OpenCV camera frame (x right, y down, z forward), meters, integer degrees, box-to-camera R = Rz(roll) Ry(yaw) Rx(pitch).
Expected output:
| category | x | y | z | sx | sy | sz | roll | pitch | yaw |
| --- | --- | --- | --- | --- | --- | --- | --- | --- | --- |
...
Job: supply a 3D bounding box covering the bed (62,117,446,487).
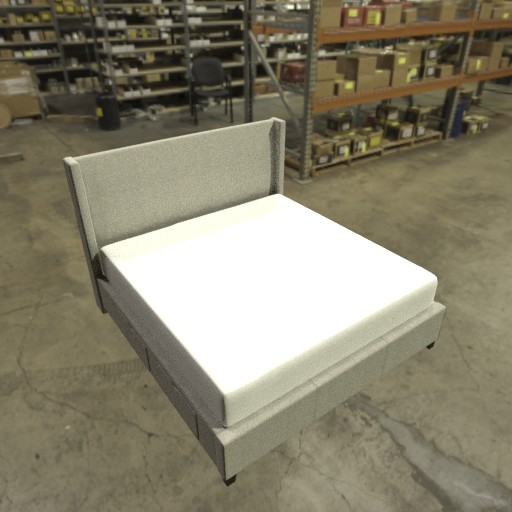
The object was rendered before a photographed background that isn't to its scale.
| category | x | y | z | sx | sy | sz | roll | pitch | yaw |
| --- | --- | --- | --- | --- | --- | --- | --- | --- | --- |
| bed | 0.000 | 0.000 | 3.636 | 2.140 | 1.470 | 2.280 | -21 | 37 | -30 |
